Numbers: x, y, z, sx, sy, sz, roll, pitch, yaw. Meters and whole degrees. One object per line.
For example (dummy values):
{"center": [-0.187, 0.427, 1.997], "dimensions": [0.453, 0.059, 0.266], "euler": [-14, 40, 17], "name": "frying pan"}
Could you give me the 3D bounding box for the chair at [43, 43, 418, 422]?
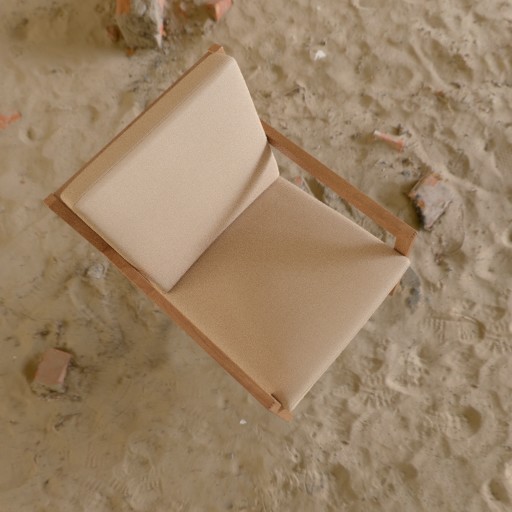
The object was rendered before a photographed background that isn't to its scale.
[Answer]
{"center": [0.000, 0.000, 1.385], "dimensions": [0.857, 0.790, 0.622], "euler": [41, 79, 10], "name": "chair"}
